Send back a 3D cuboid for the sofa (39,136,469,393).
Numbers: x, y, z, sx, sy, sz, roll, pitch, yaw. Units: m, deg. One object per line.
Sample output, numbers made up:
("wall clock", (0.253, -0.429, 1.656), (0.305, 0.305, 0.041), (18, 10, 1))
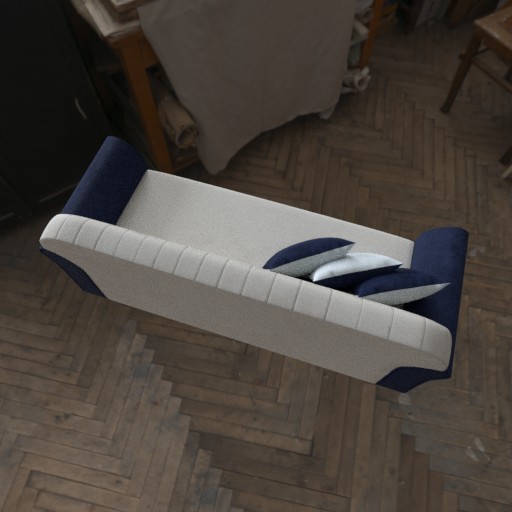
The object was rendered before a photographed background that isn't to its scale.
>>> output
("sofa", (0.000, 0.000, 2.342), (2.006, 0.789, 0.749), (16, 65, 8))
